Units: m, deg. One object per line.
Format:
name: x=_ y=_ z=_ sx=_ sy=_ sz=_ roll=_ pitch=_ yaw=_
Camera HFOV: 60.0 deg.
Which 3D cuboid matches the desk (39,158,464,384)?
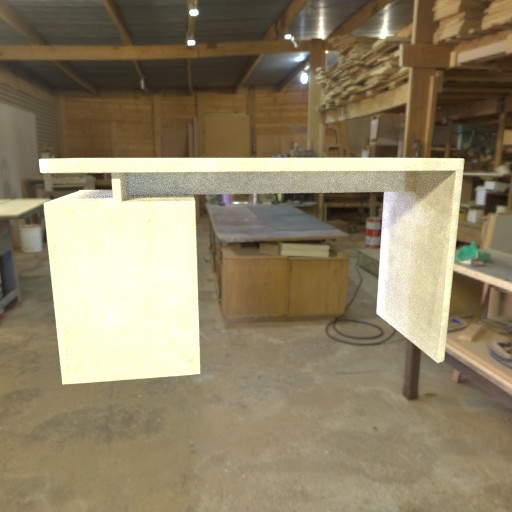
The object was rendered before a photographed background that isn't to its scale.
desk: x=0.000 y=0.000 z=1.753 sx=1.400 sy=0.755 sz=0.550 roll=-2 pitch=13 yaw=-9
